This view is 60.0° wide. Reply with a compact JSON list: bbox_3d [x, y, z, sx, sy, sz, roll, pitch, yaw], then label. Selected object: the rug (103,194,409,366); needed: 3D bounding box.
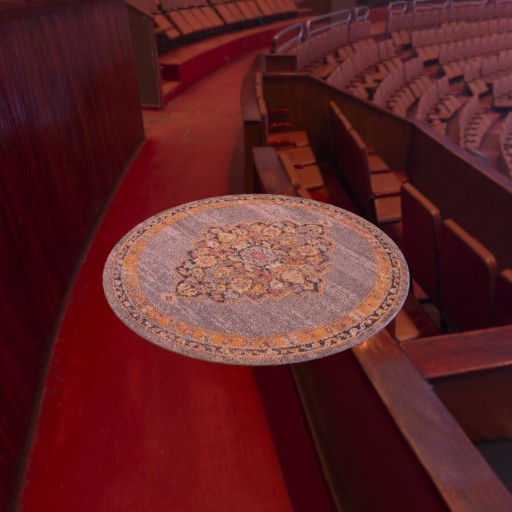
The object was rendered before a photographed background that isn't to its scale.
[{"bbox_3d":[0.000,0.000,3.583,2.382,0.014,2.382,0,32,0],"label":"rug"}]
